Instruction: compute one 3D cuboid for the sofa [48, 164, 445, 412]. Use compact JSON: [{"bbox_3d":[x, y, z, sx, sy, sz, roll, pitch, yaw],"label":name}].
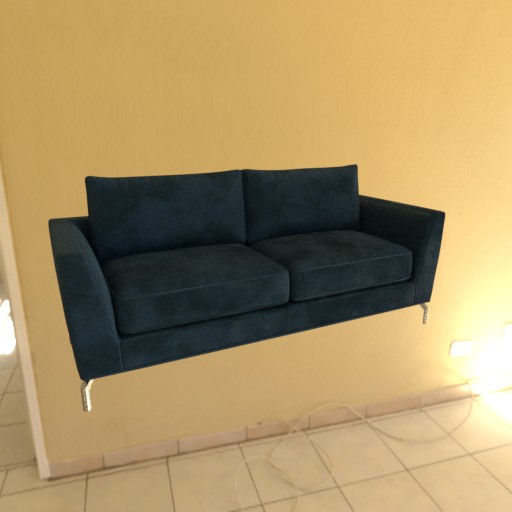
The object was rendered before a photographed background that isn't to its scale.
[{"bbox_3d":[0.000,0.000,2.676,2.212,0.998,0.853,-8,18,-25],"label":"sofa"}]
